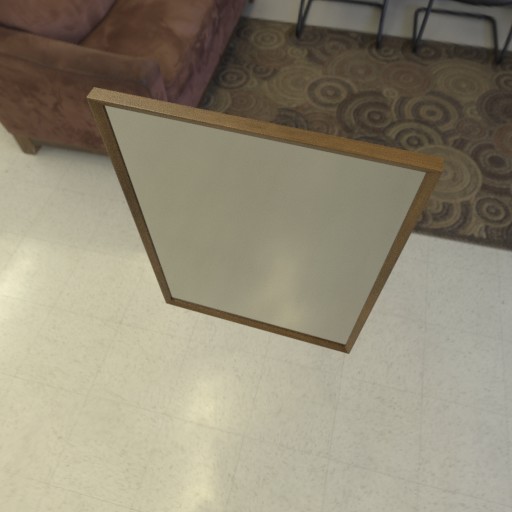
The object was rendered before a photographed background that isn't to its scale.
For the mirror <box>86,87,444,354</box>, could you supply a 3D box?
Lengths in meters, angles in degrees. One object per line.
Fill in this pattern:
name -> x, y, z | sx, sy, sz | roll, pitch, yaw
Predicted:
mirror -> 0.000, 0.000, 1.349 | 0.762, 1.016, 0.041 | 14, 59, 9
